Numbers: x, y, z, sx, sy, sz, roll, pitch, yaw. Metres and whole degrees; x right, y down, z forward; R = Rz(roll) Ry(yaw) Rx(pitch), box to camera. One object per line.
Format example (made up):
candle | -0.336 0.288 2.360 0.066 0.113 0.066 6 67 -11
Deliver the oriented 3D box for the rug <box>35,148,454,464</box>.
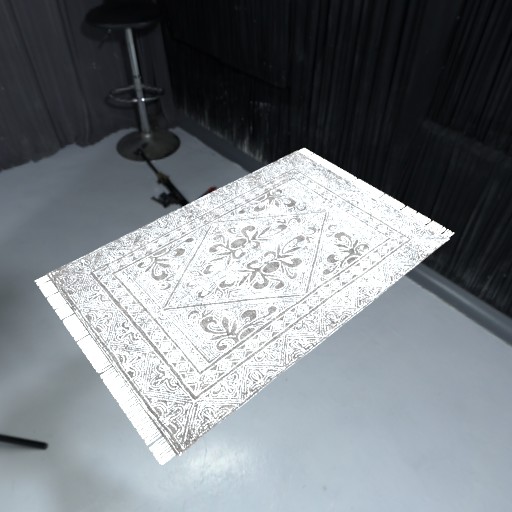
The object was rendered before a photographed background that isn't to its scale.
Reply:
rug | 0.000 0.000 2.996 2.440 0.010 1.529 -31 53 -28
